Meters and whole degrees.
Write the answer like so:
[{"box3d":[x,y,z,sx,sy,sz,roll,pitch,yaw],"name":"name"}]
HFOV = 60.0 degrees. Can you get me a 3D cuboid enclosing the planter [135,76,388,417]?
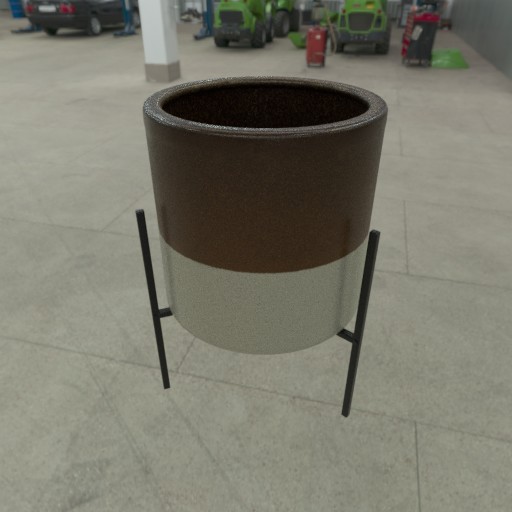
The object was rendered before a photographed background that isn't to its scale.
[{"box3d":[0.000,0.000,0.548,0.269,0.375,0.255,-11,34,-17],"name":"planter"}]
